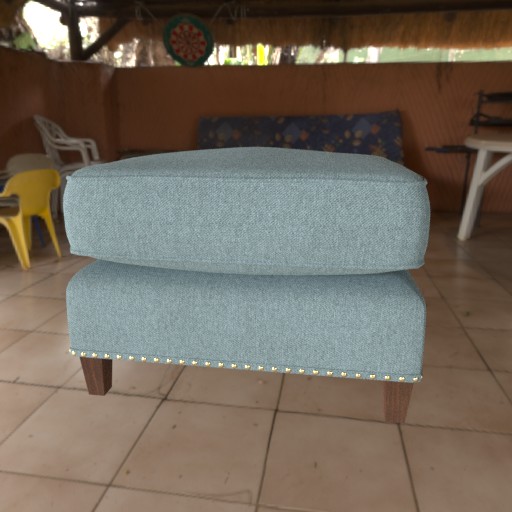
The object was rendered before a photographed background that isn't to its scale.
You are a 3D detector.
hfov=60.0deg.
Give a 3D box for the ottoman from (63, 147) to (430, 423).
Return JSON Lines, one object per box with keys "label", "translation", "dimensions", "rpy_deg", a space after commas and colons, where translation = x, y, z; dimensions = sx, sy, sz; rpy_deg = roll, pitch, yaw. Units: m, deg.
{"label": "ottoman", "translation": [0.000, 0.000, 1.122], "dimensions": [0.738, 0.537, 0.589], "rpy_deg": [2, 16, 8]}
